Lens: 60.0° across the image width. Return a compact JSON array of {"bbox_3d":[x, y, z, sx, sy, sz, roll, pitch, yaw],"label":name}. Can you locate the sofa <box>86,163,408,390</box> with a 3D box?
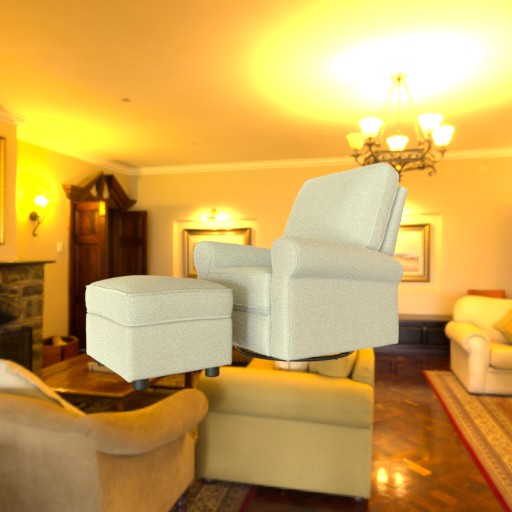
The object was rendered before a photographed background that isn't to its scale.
[{"bbox_3d":[0.000,0.000,2.151,1.478,0.959,0.880,0,0,-36],"label":"sofa"}]
